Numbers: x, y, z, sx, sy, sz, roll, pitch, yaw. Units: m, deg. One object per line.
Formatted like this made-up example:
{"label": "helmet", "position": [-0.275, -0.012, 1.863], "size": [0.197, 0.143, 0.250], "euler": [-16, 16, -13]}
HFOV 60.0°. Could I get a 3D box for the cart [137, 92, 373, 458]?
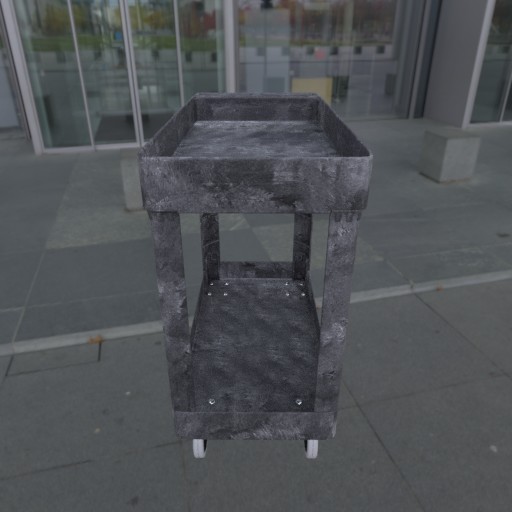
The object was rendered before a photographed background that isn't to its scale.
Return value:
{"label": "cart", "position": [0.000, 0.000, 1.330], "size": [0.420, 0.824, 0.877], "euler": [0, 27, 0]}
